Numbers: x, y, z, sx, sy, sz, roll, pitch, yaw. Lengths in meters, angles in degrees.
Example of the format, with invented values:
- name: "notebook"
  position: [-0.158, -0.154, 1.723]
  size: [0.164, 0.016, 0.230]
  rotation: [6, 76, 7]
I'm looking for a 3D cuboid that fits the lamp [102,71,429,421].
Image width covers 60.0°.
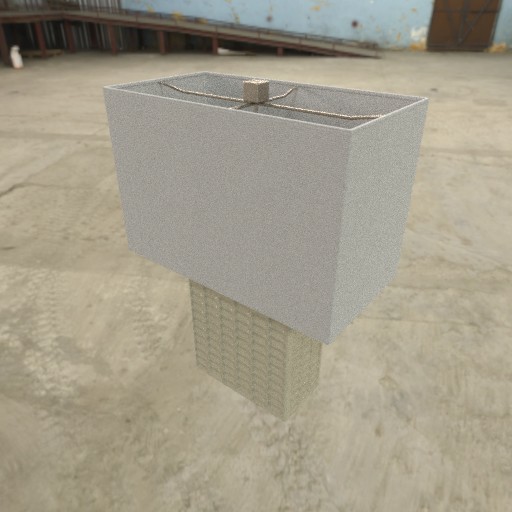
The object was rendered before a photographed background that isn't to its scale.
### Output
- name: "lamp"
  position: [0.000, 0.000, 0.694]
  size: [0.380, 0.515, 0.200]
  rotation: [22, 36, 33]
